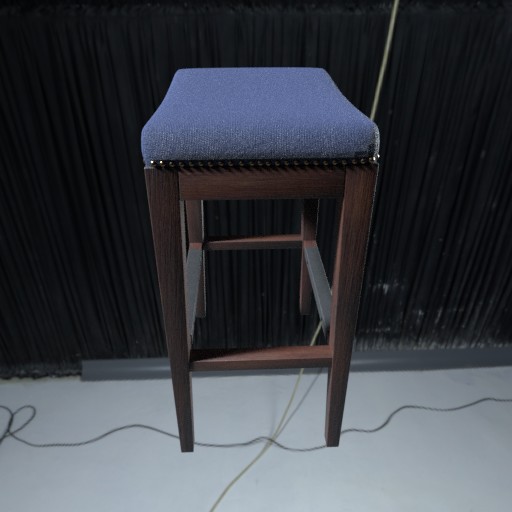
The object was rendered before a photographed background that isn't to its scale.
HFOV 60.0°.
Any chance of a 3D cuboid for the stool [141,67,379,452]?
[{"bbox_3d":[0.000,0.000,1.020,0.358,0.740,0.498,-1,33,-2],"label":"stool"}]
